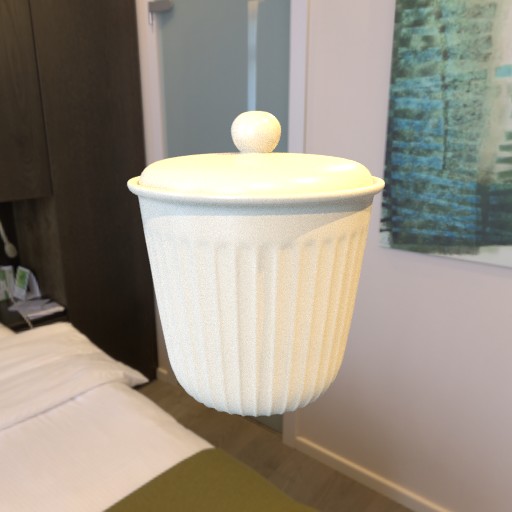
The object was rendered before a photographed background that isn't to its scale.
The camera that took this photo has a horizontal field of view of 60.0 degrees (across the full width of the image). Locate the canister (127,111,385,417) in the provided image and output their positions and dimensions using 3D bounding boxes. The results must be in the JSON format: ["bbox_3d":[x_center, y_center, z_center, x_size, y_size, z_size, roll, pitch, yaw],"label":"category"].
[{"bbox_3d":[0.000,0.000,0.339,0.181,0.211,0.181,0,16,0],"label":"canister"}]
